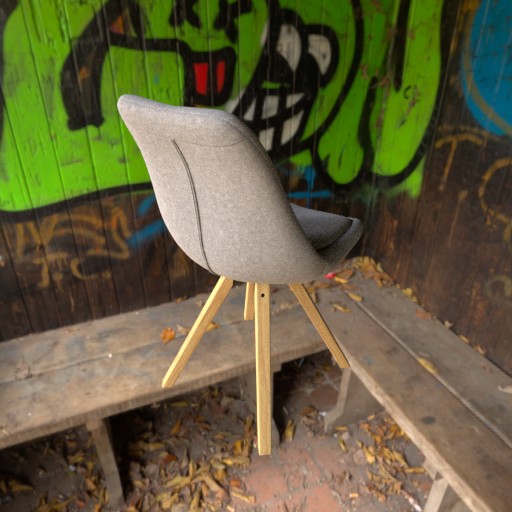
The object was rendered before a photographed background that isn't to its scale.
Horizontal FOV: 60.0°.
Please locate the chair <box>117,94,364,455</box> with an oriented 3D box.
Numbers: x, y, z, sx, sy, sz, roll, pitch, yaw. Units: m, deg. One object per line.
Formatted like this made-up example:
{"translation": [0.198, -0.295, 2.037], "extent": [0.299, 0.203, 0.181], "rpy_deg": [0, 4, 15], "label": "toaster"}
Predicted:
{"translation": [0.000, 0.000, 1.185], "extent": [0.483, 0.865, 0.550], "rpy_deg": [21, 36, 33], "label": "chair"}
